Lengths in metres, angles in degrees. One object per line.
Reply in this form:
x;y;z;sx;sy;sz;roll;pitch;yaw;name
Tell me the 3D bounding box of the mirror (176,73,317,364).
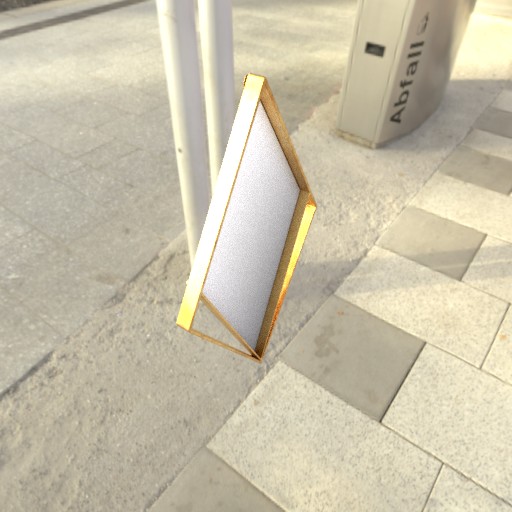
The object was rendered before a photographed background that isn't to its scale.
0.000;0.000;0.844;0.032;0.679;0.419;25;48;25;mirror
